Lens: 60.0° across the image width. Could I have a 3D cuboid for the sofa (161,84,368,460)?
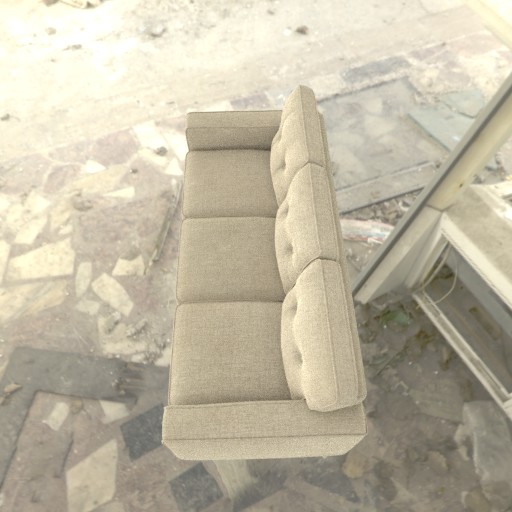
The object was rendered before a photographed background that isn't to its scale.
[{"bbox_3d":[0.000,0.000,2.636,0.939,0.965,2.133,-1,59,-1],"label":"sofa"}]
